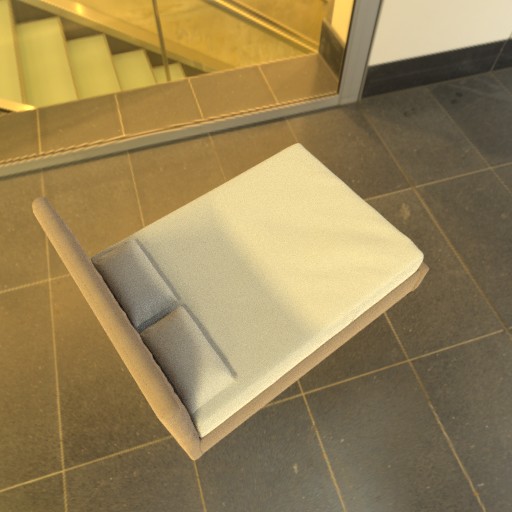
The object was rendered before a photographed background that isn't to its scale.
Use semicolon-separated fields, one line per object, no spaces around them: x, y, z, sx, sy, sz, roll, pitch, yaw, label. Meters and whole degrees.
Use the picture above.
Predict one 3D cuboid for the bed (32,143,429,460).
0.000;0.000;3.436;2.387;1.427;1.698;-32;63;-19;bed
